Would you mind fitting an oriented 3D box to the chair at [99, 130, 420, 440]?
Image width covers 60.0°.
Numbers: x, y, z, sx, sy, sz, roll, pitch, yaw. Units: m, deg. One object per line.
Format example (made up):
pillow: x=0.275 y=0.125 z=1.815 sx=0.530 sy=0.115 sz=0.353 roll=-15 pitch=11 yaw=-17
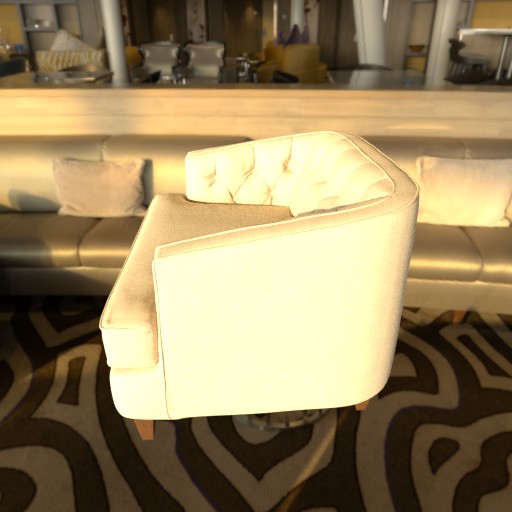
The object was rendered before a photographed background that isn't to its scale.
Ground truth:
chair: x=0.000 y=0.000 z=1.695 sx=0.914 sy=0.787 sz=1.118 roll=-1 pitch=27 yaw=-3
